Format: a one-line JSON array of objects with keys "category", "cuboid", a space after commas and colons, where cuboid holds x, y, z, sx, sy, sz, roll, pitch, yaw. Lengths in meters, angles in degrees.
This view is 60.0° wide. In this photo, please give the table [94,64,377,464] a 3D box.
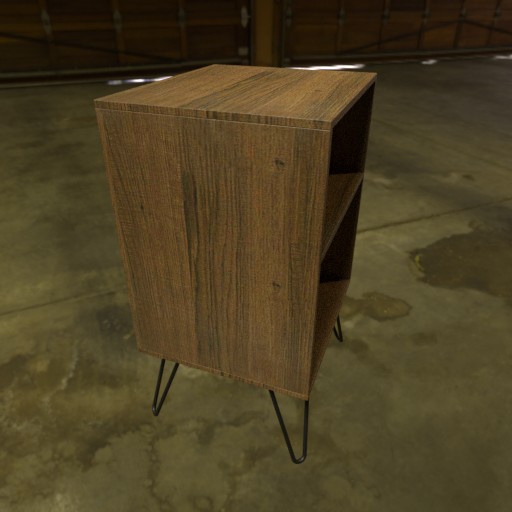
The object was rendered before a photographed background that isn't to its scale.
[{"category": "table", "cuboid": [0.000, 0.000, 1.184, 0.457, 0.866, 0.526, 11, 32, 18]}]
